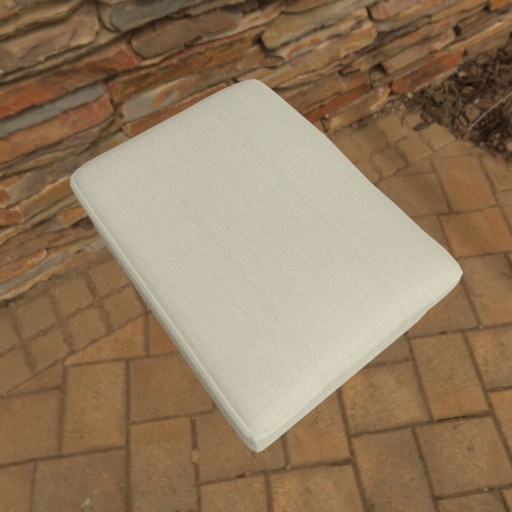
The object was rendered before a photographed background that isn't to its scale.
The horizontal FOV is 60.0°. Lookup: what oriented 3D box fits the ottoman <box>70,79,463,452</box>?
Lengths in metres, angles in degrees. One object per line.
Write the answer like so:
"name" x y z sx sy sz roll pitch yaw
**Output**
"ottoman" 0.000 0.000 1.243 0.634 0.496 0.818 -34 68 -16
